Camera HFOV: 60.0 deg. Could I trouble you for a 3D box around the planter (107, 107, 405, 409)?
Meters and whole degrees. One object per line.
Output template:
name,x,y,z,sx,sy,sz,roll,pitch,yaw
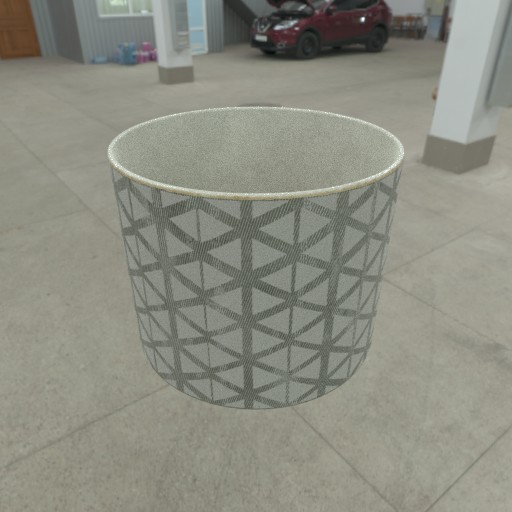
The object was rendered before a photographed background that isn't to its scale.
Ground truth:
planter,0.000,0.000,0.448,0.250,0.239,0.250,0,31,0
